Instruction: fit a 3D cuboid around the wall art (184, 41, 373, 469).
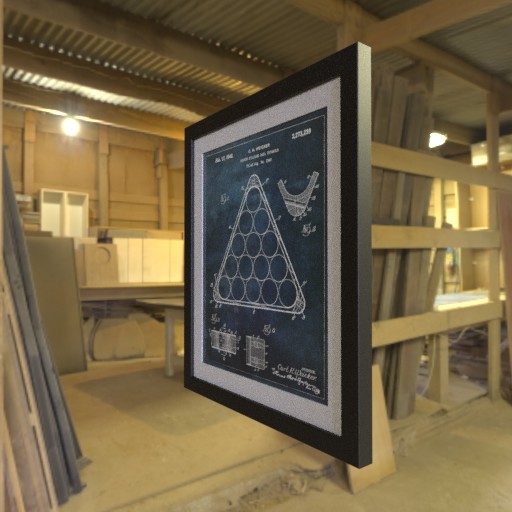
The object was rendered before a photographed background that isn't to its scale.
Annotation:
[{"bbox_3d":[0.000,0.000,0.705,0.025,0.508,0.432,1,-1,-37],"label":"wall art"}]
